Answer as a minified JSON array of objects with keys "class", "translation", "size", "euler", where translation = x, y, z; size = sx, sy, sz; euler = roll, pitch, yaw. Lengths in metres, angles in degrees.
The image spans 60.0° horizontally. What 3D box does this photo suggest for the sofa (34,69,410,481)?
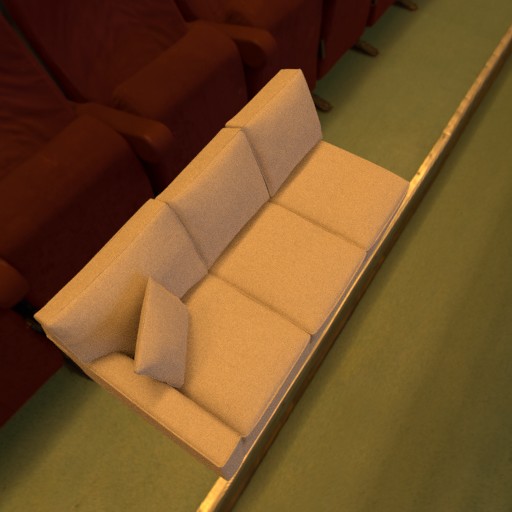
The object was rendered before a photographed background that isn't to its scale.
[{"class":"sofa","translation":[0.000,0.000,2.436],"size":[1.034,0.946,1.962],"euler":[29,63,17]}]
